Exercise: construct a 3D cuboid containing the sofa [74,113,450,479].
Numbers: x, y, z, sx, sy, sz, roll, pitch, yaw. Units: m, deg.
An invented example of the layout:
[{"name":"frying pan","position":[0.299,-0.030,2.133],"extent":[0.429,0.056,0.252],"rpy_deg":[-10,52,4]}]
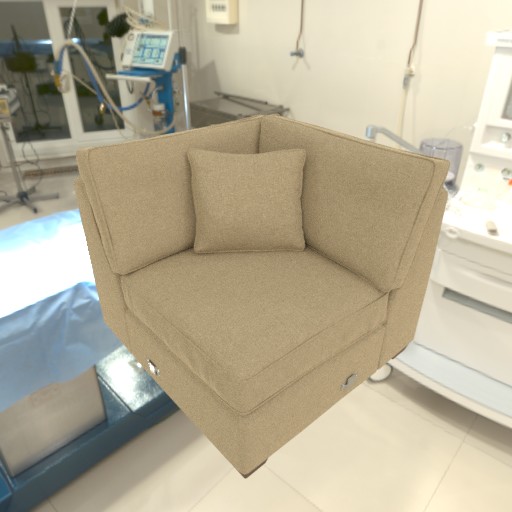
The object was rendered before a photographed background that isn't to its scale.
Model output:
[{"name":"sofa","position":[0.000,0.000,1.916],"extent":[1.084,1.002,1.146],"rpy_deg":[-24,39,-35]}]
